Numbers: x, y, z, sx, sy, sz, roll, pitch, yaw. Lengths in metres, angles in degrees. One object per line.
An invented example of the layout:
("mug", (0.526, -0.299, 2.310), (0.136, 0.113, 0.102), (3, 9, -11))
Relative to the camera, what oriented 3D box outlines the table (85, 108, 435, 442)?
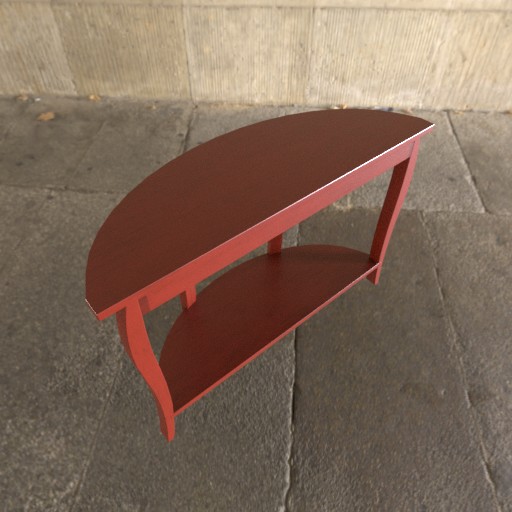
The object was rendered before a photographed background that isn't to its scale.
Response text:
("table", (0.000, 0.000, 1.597), (1.219, 0.779, 0.405), (-31, 54, -26))
